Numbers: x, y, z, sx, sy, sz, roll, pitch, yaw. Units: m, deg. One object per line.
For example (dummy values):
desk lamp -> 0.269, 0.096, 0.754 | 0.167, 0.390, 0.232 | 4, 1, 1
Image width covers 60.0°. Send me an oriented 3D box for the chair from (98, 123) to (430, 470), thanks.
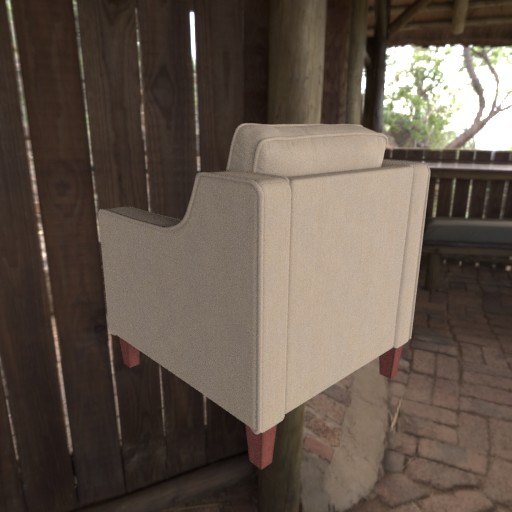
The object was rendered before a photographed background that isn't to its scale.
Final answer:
chair -> 0.000, 0.000, 1.684 | 0.831, 0.960, 0.909 | -15, 21, -41
